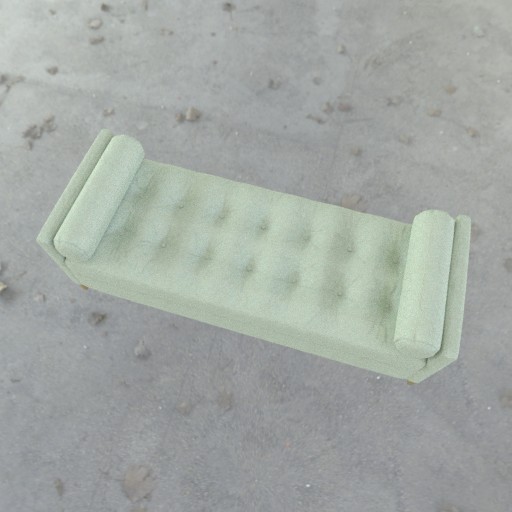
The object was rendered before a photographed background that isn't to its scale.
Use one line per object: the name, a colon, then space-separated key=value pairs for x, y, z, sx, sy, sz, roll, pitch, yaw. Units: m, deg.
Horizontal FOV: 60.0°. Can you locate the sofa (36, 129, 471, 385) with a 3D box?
sofa: x=0.000 y=0.000 z=2.498 sx=2.102 sy=0.705 sz=0.796 roll=15 pitch=64 yaw=7
